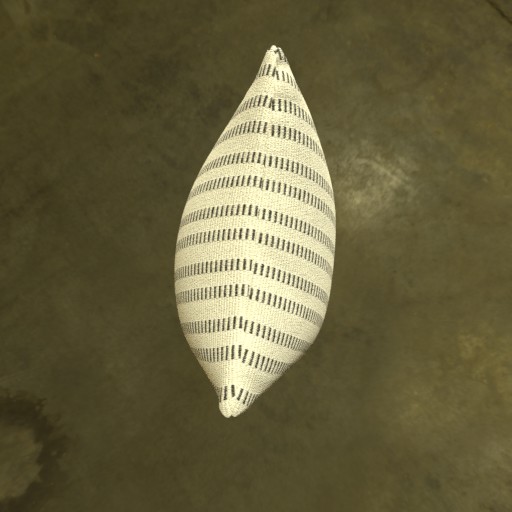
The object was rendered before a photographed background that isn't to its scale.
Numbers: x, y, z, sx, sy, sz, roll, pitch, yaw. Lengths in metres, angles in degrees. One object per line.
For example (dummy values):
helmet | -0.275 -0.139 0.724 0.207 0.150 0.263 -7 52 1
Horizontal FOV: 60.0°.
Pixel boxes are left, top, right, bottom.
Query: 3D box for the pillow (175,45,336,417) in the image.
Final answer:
pillow | 0.000 0.000 0.689 0.247 0.419 0.438 7 78 1
